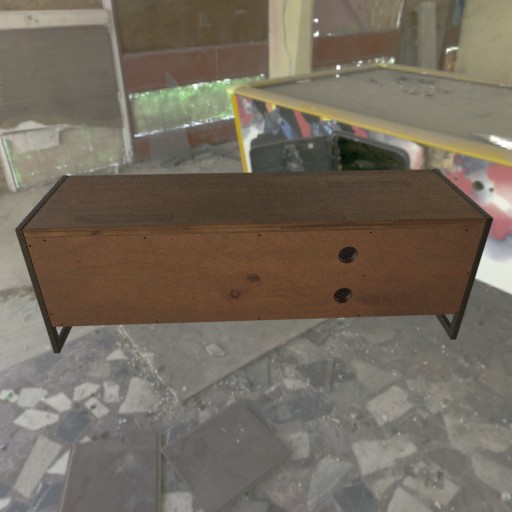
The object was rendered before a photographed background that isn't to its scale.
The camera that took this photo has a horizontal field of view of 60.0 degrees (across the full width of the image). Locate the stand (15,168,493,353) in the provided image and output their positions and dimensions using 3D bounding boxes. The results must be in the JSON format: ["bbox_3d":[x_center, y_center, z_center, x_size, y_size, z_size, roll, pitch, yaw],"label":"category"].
[{"bbox_3d":[0.000,0.000,1.690,1.480,0.506,0.454,-1,31,-2],"label":"stand"}]
